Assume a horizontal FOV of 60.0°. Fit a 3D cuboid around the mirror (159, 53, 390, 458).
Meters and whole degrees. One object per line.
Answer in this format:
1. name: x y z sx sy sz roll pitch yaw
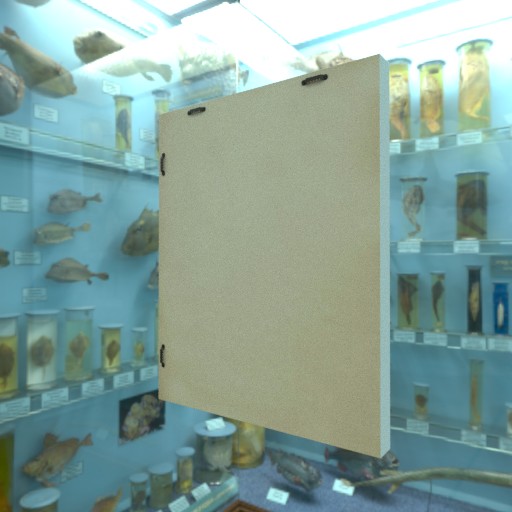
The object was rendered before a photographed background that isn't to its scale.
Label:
1. mirror: 0.000 0.000 0.686 0.406 0.509 0.041 0 -1 36
